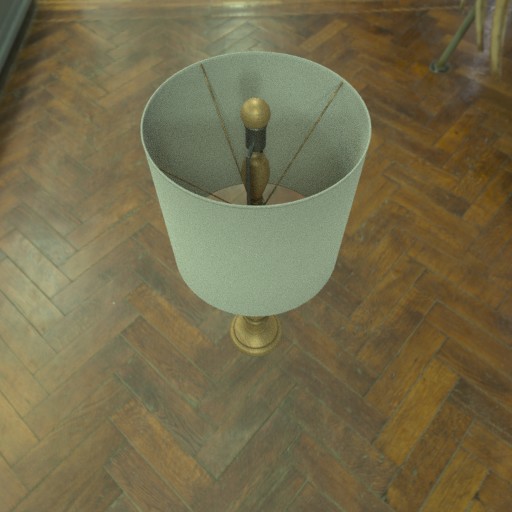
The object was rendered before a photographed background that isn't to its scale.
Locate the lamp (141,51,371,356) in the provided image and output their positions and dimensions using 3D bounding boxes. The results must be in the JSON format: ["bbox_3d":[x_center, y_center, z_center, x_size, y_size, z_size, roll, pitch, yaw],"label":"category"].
[{"bbox_3d":[0.000,0.000,0.716,0.250,0.597,0.250,-29,62,-18],"label":"lamp"}]
